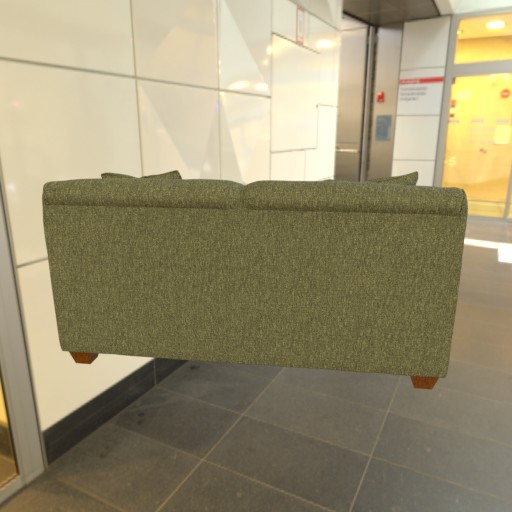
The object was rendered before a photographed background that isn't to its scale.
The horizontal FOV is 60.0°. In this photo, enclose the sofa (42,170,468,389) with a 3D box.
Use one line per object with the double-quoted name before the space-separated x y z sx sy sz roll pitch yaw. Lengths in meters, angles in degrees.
"sofa" 0.000 0.000 2.424 1.846 0.958 0.998 2 16 8
